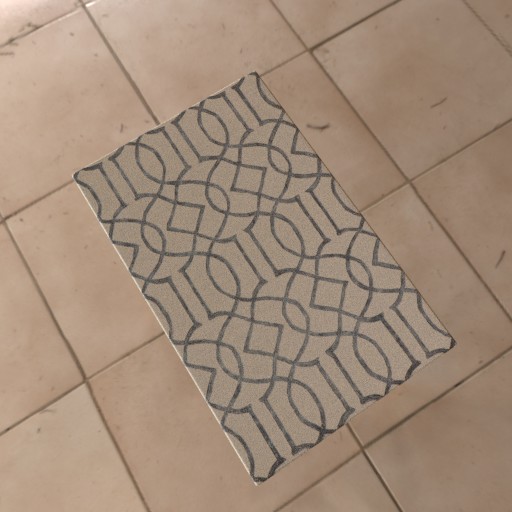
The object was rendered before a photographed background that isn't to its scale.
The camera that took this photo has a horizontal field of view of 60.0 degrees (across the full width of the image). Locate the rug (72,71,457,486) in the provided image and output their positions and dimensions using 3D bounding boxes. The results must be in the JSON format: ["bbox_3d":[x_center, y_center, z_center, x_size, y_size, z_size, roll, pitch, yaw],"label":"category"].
[{"bbox_3d":[0.000,0.000,2.947,1.521,0.017,2.365,-32,79,-7],"label":"rug"}]
